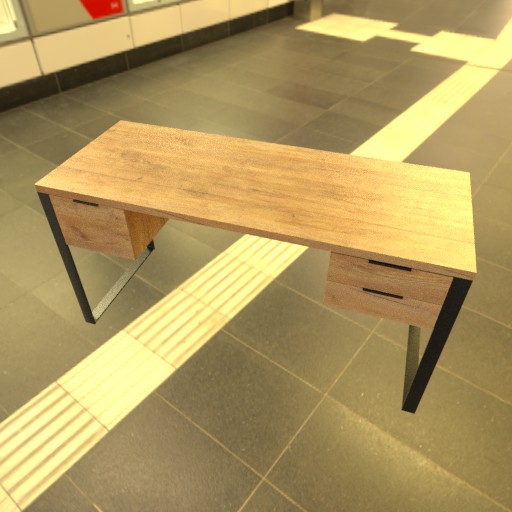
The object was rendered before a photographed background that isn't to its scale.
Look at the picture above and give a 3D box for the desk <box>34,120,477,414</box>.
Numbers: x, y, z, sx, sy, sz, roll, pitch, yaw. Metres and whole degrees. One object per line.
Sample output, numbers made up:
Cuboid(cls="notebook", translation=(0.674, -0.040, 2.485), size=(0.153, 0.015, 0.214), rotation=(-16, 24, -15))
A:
Cuboid(cls="desk", translation=(0.000, 0.000, 1.904), size=(1.520, 0.760, 0.600), rotation=(12, 42, 14))
